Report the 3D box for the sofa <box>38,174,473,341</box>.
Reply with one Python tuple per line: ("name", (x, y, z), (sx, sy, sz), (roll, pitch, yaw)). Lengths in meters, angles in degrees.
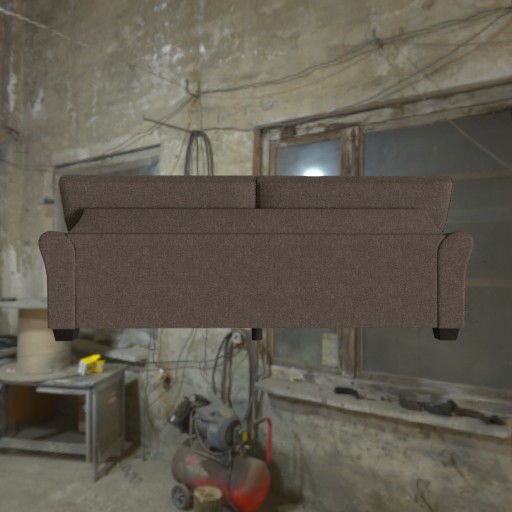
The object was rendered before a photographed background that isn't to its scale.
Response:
("sofa", (0.000, 0.000, 2.502), (2.032, 0.813, 0.889), (0, -1, -1))
